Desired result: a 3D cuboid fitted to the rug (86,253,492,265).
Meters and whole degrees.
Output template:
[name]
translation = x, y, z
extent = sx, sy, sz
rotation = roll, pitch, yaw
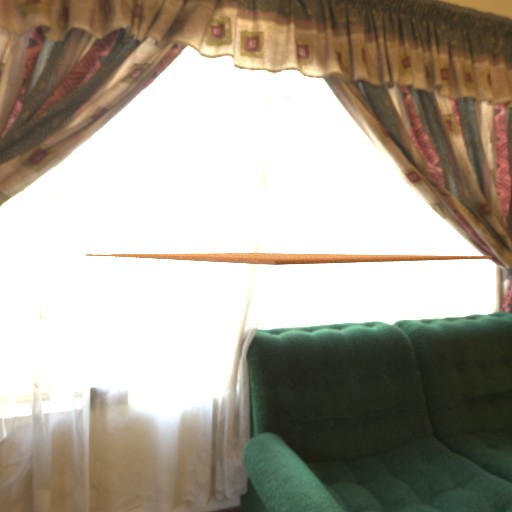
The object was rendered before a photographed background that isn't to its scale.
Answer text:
[rug]
translation = 0.000, 0.000, 2.313
extent = 1.219, 0.014, 1.829
rotation = -1, 1, -36
